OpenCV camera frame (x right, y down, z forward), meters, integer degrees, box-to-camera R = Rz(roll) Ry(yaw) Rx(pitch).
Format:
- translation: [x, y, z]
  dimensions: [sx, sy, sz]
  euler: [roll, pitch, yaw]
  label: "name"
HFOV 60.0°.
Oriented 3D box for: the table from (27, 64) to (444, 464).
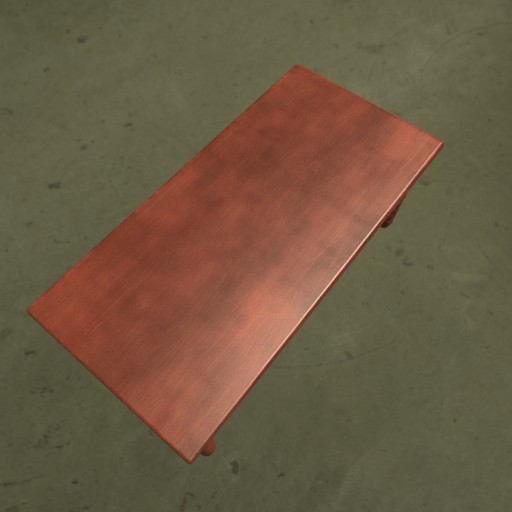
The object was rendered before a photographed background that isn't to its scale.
- translation: [0.000, 0.000, 1.465]
  dimensions: [0.580, 0.485, 1.171]
  euler: [36, 68, 17]
  label: "table"
